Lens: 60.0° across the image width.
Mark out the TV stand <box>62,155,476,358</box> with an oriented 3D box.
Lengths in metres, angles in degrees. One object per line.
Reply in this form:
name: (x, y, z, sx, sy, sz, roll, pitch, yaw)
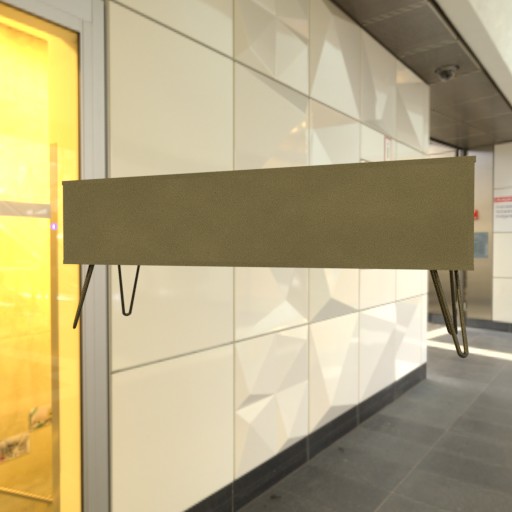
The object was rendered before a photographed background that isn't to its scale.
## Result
TV stand: (0.000, 0.000, 1.623, 1.400, 0.560, 0.400, 0, 1, 19)
